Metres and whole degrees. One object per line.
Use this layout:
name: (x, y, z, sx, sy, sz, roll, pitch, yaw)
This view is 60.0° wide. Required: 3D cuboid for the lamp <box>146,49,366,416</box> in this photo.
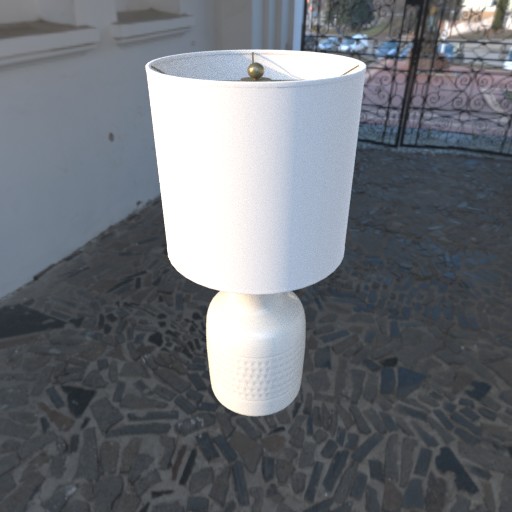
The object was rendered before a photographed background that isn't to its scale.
lamp: (0.000, 0.000, 0.486, 0.188, 0.392, 0.188, 21, 37, 30)
